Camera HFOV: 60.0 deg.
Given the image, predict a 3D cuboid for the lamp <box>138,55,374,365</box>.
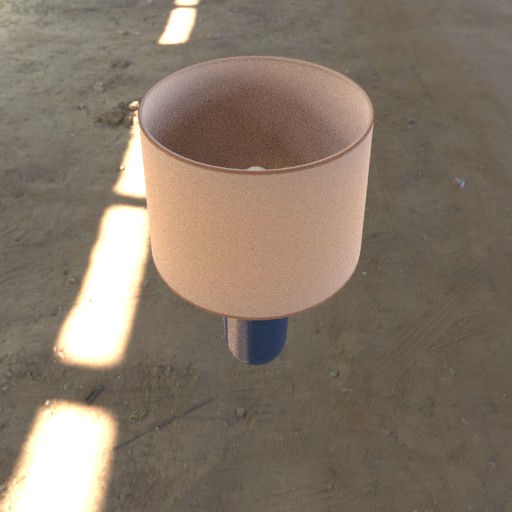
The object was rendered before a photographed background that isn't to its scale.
[{"bbox_3d":[0.000,0.000,0.828,0.367,0.609,0.367,0,46,0],"label":"lamp"}]
